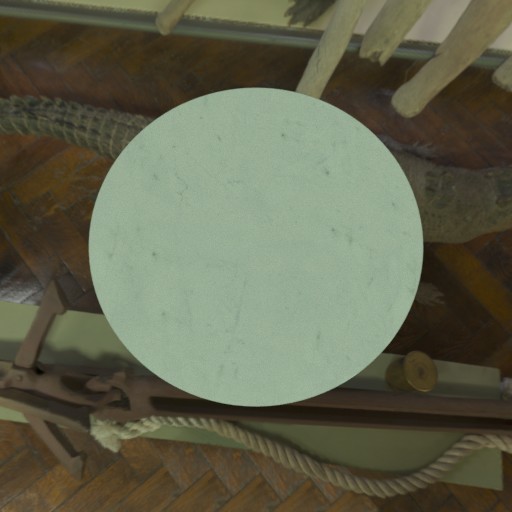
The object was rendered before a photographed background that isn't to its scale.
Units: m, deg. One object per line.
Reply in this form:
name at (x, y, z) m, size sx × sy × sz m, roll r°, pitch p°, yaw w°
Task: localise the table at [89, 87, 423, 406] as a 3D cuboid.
table at (0.000, 0.000, 1.280) m, size 0.800 × 0.450 × 0.800 m, roll 0°, pitch 74°, yaw 0°
